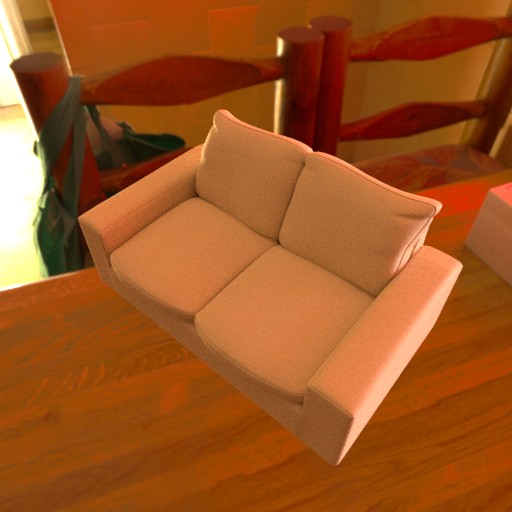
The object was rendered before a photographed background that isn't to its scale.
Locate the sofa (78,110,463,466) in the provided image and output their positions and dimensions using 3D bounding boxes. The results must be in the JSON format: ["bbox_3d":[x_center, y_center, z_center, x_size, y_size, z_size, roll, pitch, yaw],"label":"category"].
[{"bbox_3d":[0.000,0.000,2.345,1.754,0.875,1.091,31,53,27],"label":"sofa"}]
